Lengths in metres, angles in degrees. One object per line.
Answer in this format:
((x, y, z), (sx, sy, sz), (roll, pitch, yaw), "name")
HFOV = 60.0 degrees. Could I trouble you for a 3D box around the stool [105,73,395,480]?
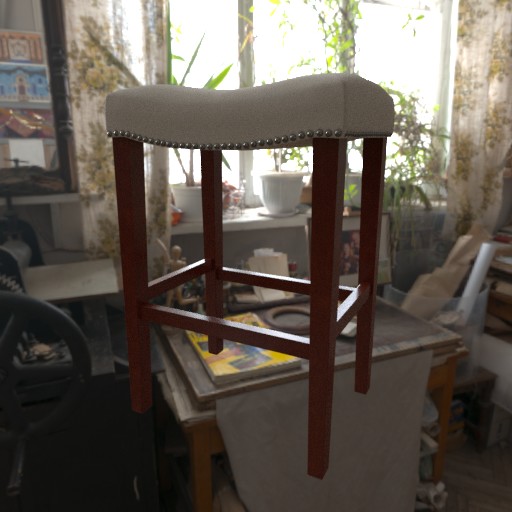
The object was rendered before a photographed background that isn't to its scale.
((0.000, 0.000, 1.010), (0.504, 0.742, 0.372), (8, 17, 27), "stool")
